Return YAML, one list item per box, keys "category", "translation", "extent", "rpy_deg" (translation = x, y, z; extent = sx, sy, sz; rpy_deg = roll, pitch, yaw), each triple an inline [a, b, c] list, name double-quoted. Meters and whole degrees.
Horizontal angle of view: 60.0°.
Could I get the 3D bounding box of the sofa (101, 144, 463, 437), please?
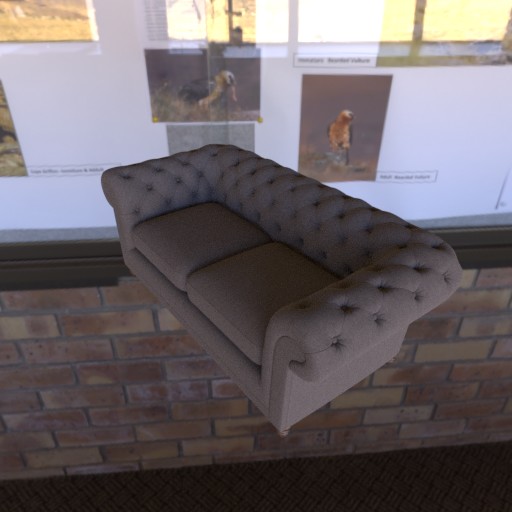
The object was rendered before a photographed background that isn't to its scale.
- category: "sofa"
  translation: [0.000, 0.000, 2.500]
  extent: [0.986, 0.764, 1.998]
  rpy_deg: [-22, 38, -31]
